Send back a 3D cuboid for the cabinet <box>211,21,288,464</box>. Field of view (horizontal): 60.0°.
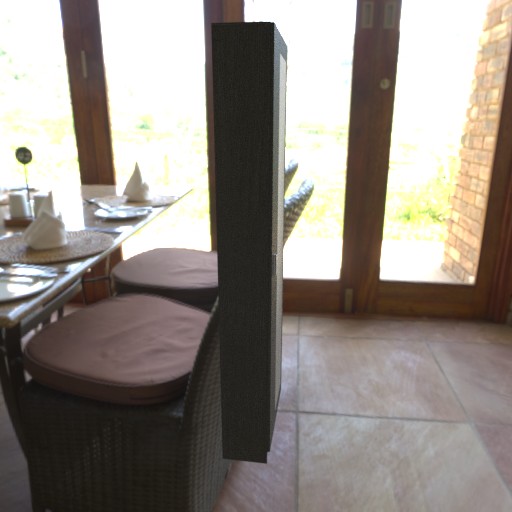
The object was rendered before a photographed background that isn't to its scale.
[{"bbox_3d":[0.000,0.000,1.983,0.230,1.790,0.500,3,17,9],"label":"cabinet"}]
